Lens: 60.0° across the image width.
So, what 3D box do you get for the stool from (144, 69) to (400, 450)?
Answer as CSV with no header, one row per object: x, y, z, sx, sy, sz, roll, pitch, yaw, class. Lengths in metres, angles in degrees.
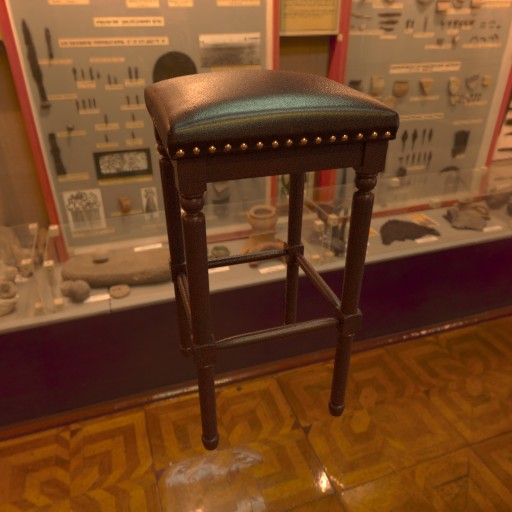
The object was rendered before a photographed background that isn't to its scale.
0.000,0.000,0.993,0.383,0.768,0.382,-9,31,-15,stool
